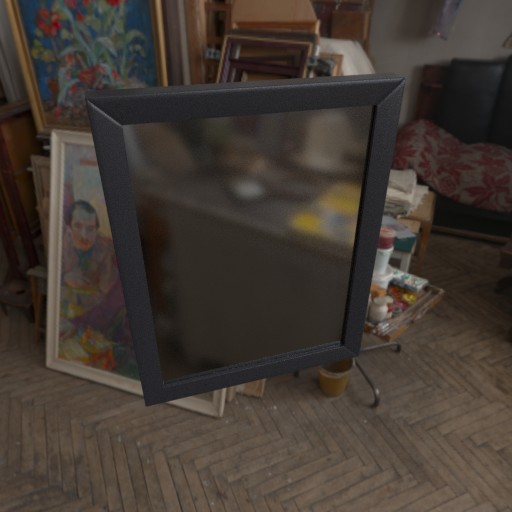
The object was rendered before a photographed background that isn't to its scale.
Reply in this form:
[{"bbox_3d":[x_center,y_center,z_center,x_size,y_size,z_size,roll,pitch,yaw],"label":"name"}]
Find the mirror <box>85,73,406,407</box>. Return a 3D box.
[{"bbox_3d":[0.000,0.000,0.687,0.405,0.508,0.041,-9,33,-15],"label":"mirror"}]
